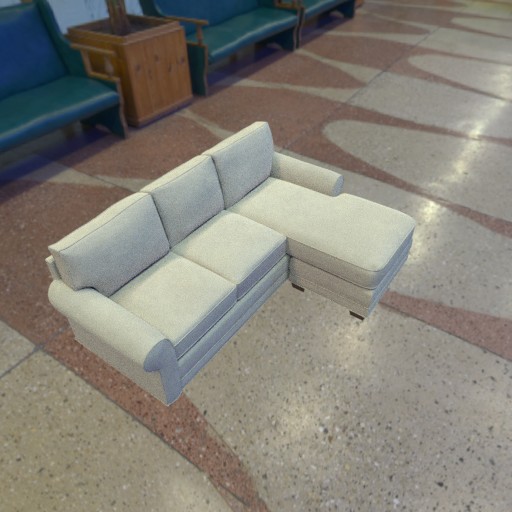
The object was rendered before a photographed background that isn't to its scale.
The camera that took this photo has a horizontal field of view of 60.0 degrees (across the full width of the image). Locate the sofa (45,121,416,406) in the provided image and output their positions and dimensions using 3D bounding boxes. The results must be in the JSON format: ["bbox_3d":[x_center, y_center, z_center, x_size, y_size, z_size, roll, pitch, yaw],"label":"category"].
[{"bbox_3d":[0.000,0.000,2.396,1.226,0.734,1.770,25,47,26],"label":"sofa"}]
